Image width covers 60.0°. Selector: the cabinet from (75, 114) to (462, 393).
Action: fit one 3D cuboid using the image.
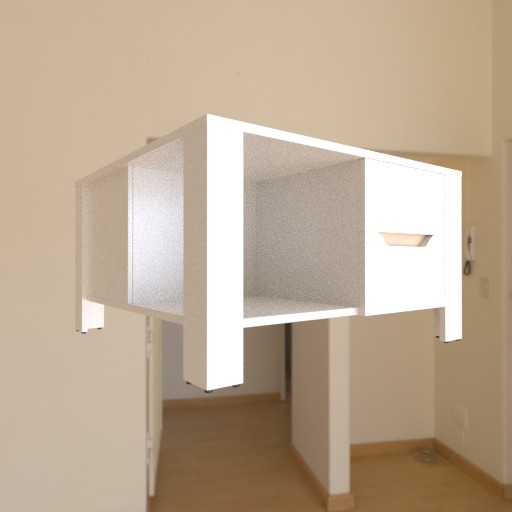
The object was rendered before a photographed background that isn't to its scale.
[{"bbox_3d":[0.000,0.000,1.285,0.800,0.460,0.800,0,-1,-37],"label":"cabinet"}]
